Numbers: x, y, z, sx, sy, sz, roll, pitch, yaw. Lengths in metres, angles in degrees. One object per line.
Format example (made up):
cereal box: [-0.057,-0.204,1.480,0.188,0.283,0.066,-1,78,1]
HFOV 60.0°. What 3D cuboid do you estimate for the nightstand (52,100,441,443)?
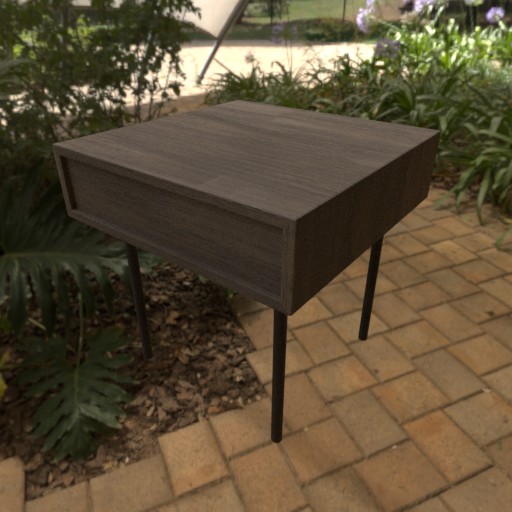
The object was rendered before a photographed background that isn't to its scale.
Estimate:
nightstand: [0.000,0.000,0.924,0.502,0.497,0.503,21,36,32]
